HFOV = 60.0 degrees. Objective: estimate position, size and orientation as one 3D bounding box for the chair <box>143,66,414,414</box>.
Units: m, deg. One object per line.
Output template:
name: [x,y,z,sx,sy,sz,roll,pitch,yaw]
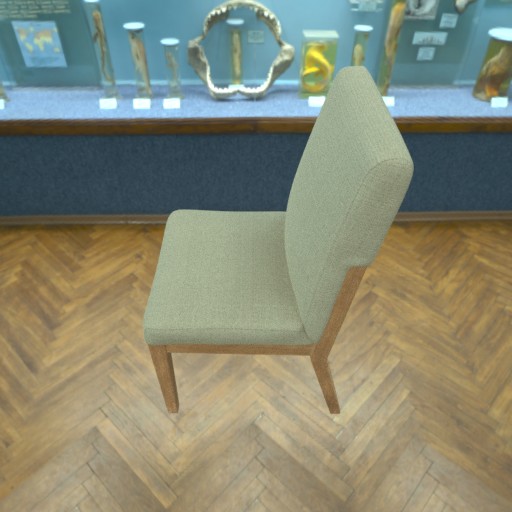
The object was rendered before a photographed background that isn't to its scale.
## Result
chair: [0.000,0.000,1.263,0.586,0.911,0.507,0,43,0]
